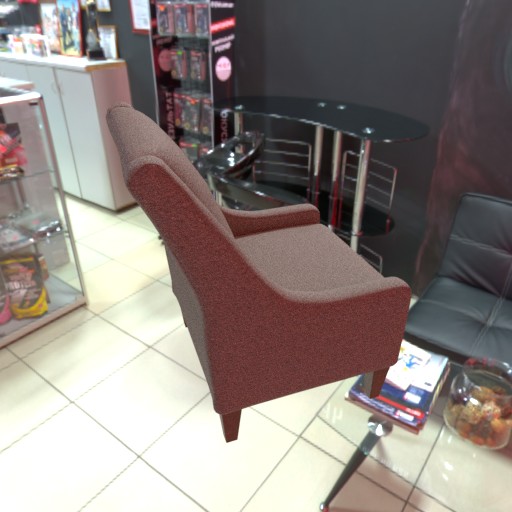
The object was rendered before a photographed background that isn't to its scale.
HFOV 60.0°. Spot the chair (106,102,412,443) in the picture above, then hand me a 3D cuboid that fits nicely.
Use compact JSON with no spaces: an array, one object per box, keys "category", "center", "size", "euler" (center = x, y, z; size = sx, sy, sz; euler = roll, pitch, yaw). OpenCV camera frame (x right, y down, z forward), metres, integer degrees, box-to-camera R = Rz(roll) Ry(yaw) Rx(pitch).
[{"category":"chair","center":[0.000,0.000,1.627],"size":[0.870,1.016,0.774],"euler":[-10,31,-17]}]
